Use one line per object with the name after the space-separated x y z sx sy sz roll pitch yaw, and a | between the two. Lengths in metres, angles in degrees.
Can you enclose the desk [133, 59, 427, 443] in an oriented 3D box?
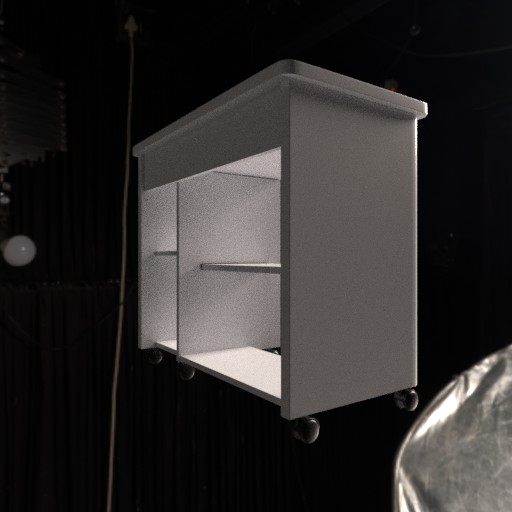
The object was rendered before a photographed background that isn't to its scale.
0.000 0.000 1.341 0.475 0.763 0.877 0 0 -35 | desk
